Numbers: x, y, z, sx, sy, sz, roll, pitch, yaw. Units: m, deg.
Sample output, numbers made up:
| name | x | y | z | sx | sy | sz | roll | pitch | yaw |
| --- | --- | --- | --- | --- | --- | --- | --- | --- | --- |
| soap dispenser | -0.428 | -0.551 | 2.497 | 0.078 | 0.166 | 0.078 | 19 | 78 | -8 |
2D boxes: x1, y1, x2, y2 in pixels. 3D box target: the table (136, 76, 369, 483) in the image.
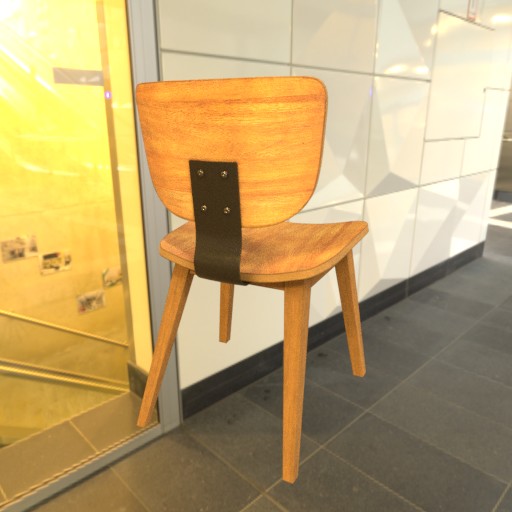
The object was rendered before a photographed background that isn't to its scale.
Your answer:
| name | x | y | z | sx | sy | sz | roll | pitch | yaw |
| --- | --- | --- | --- | --- | --- | --- | --- | --- | --- |
| table | 0.000 | 0.000 | 1.114 | 0.499 | 0.805 | 0.500 | 8 | 19 | 25 |
